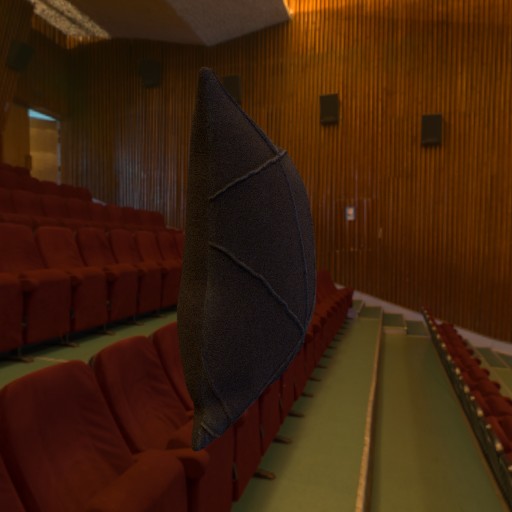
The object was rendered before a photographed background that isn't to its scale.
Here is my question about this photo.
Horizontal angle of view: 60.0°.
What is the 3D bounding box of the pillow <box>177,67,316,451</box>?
[{"bbox_3d":[0.000,0.000,0.705,0.183,0.440,0.439,0,1,16],"label":"pillow"}]
